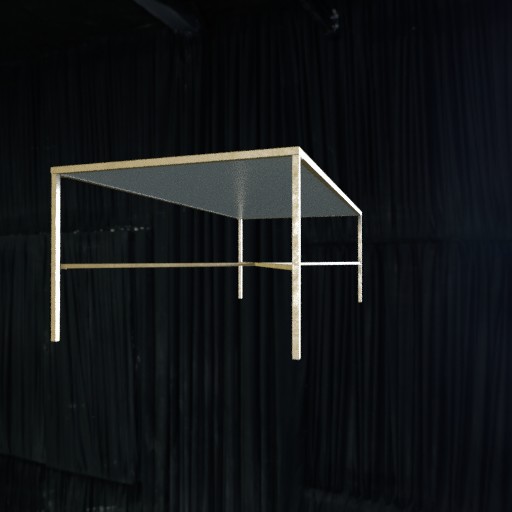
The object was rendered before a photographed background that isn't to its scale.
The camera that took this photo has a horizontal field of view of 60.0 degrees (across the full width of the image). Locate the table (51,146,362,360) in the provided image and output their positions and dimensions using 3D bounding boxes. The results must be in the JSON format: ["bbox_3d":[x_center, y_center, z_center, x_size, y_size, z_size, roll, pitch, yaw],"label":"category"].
[{"bbox_3d":[0.000,0.000,1.490,0.580,0.398,1.206,0,-1,19],"label":"table"}]
